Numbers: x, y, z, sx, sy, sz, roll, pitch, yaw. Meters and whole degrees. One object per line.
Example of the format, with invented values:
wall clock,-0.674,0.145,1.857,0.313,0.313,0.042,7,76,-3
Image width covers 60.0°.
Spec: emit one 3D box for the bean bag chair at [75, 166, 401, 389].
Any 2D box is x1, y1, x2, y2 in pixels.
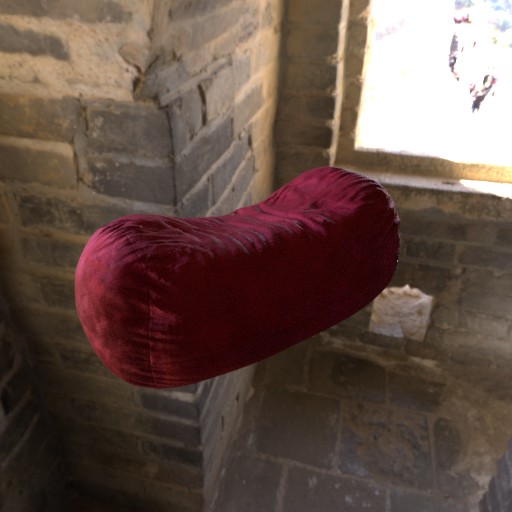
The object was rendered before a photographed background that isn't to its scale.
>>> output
bean bag chair,0.000,0.000,2.954,2.293,0.867,1.216,-19,35,-29
